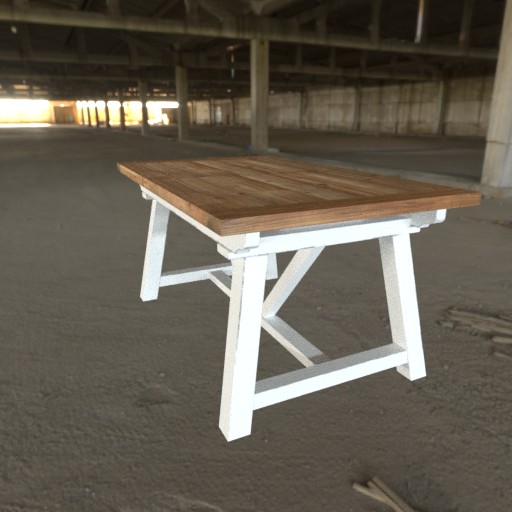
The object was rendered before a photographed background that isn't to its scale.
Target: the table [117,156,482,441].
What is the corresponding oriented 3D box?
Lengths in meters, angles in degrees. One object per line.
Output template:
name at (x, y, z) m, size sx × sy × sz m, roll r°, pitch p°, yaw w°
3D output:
table at (0.000, 0.000, 2.022) m, size 0.922 × 0.743 × 1.503 m, roll -8°, pitch 20°, yaw -25°
